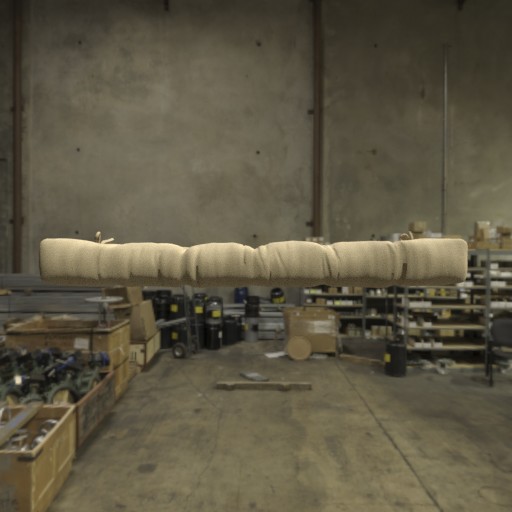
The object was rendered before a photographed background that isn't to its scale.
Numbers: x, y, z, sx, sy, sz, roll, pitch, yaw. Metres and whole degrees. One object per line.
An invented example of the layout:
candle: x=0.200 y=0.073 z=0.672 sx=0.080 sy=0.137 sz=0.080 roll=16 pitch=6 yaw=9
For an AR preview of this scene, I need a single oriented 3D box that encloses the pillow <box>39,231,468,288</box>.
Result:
pillow: x=0.000 y=0.000 z=1.390 sx=1.194 sy=0.174 sz=0.511 roll=0 pitch=1 yaw=-1
